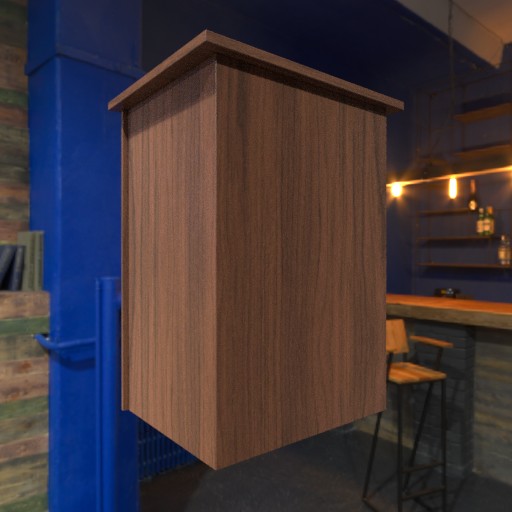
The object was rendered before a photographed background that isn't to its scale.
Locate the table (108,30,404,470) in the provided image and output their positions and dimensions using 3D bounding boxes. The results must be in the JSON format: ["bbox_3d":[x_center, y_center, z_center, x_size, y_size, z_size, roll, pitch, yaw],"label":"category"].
[{"bbox_3d":[0.000,0.000,0.919,0.480,0.636,0.381,0,0,-38],"label":"table"}]
